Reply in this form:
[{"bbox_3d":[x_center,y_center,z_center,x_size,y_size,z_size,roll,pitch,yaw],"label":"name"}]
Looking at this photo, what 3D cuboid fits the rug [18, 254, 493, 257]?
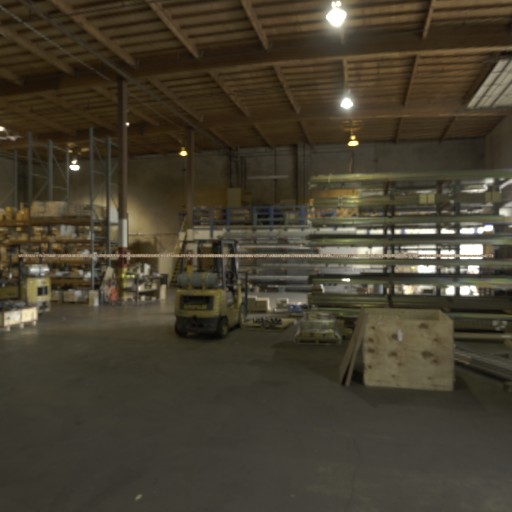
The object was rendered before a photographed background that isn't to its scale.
[{"bbox_3d":[0.000,0.000,2.899,2.292,0.014,1.528,0,0,1],"label":"rug"}]
